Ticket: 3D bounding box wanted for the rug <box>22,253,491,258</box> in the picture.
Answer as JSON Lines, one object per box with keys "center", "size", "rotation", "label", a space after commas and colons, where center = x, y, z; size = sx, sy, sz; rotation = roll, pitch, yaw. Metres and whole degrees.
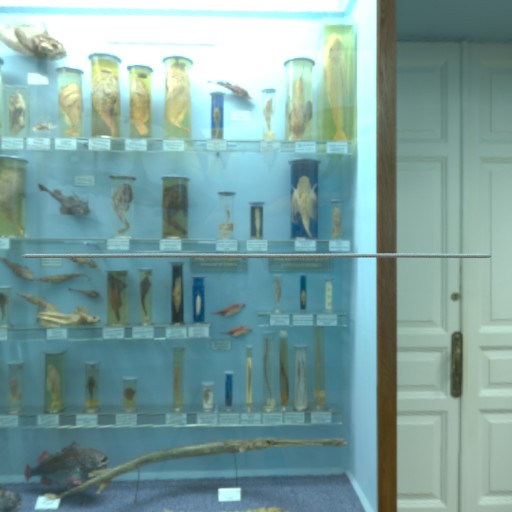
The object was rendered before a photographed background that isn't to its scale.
{"center": [0.000, 0.000, 4.101], "size": [3.066, 0.030, 2.462], "rotation": [0, 0, -1], "label": "rug"}
